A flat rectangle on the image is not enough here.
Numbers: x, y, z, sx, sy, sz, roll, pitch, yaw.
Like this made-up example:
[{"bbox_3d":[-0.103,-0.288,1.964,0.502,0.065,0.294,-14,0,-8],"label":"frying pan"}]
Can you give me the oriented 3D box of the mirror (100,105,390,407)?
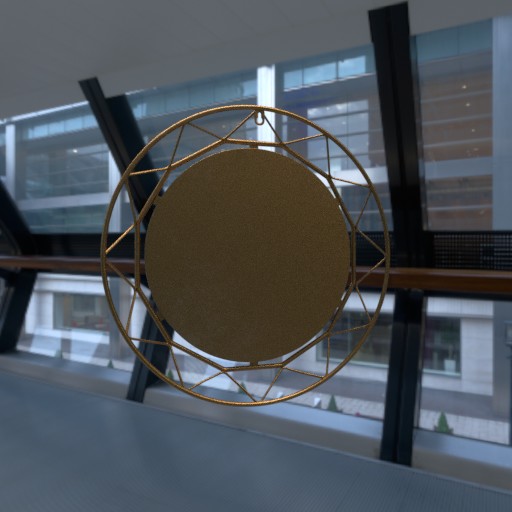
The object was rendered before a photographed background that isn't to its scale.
[{"bbox_3d":[0.000,0.000,0.687,0.454,0.454,0.043,0,0,-17],"label":"mirror"}]
